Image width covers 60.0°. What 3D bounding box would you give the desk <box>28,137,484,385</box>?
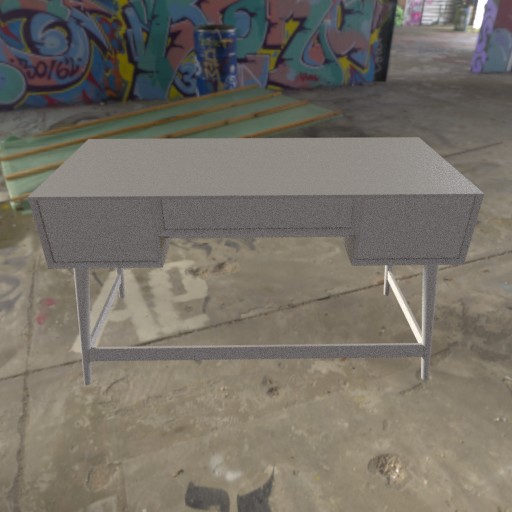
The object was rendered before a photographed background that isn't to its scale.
[{"bbox_3d":[0.000,0.000,1.723,1.313,0.762,0.589,-1,31,-1],"label":"desk"}]
